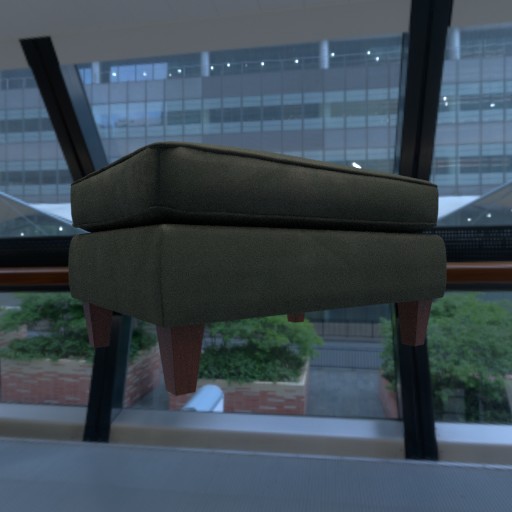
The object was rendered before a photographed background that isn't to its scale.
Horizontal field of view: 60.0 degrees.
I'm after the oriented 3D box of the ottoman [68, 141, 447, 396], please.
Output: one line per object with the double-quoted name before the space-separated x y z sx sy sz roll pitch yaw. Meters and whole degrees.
"ottoman" 0.000 0.000 1.231 0.864 0.495 0.632 0 1 -36
